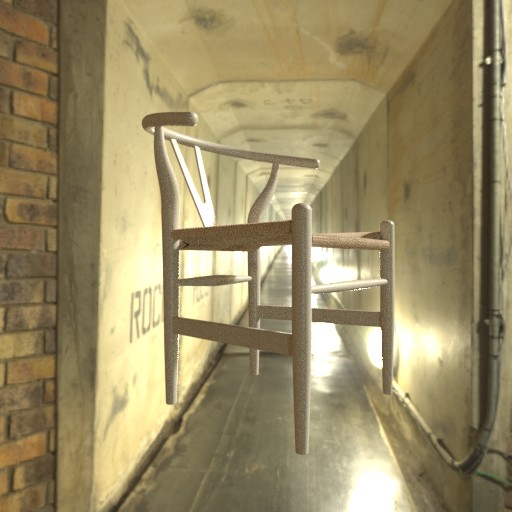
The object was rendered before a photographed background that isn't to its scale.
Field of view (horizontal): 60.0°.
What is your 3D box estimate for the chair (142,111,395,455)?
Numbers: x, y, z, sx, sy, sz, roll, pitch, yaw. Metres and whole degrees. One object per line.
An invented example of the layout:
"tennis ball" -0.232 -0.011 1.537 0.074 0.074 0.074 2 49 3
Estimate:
"chair" 0.000 0.000 1.161 0.579 0.730 0.569 0 -1 36
